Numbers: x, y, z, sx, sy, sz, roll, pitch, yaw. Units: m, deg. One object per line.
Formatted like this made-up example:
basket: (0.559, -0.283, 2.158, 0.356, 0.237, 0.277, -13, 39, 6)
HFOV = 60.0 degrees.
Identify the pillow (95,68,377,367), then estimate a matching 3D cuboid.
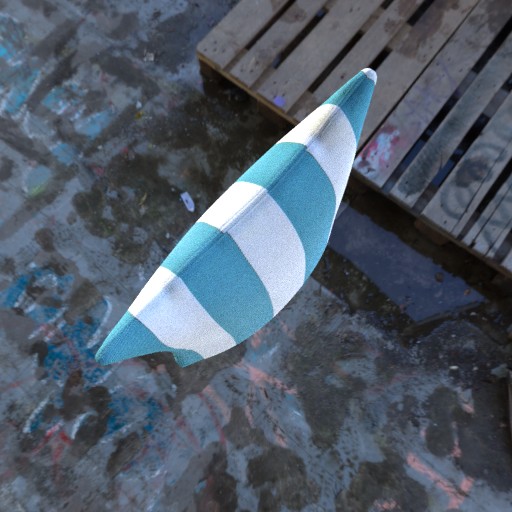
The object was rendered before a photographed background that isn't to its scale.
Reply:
pillow: (0.000, 0.000, 0.807, 0.189, 0.526, 0.536, 39, 78, 10)
